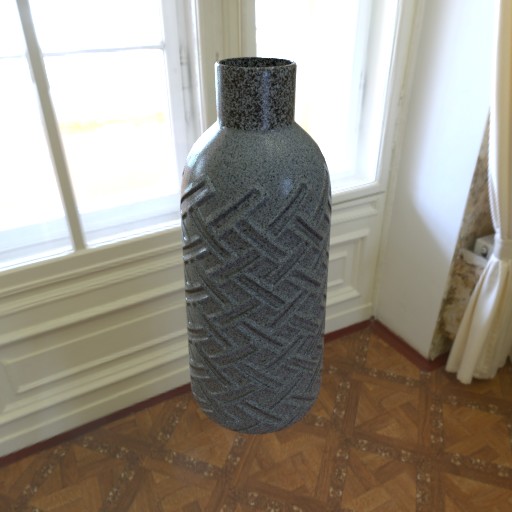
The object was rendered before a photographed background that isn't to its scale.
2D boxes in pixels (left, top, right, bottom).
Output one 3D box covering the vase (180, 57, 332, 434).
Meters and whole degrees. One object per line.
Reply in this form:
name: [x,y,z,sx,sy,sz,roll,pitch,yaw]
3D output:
vase: [0.000,0.000,0.349,0.122,0.282,0.122,0,31,0]
